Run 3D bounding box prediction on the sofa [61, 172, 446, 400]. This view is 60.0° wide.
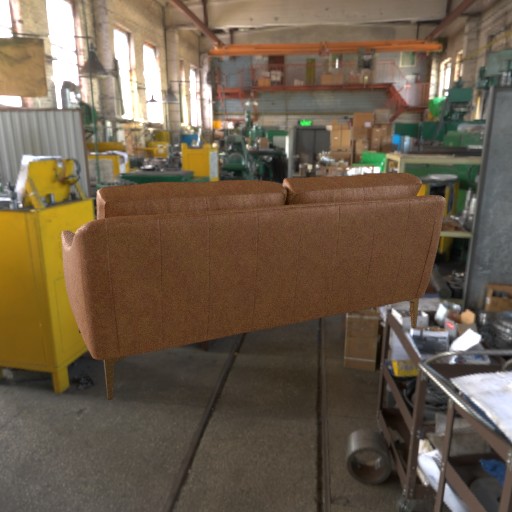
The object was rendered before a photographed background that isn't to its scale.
[{"bbox_3d":[0.000,0.000,2.561,2.036,0.945,0.981,-7,16,-25],"label":"sofa"}]
